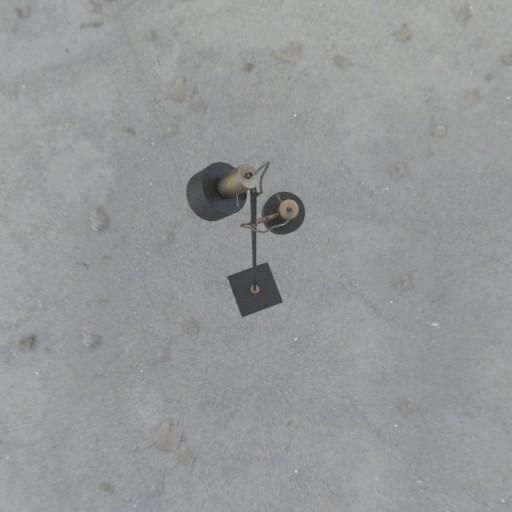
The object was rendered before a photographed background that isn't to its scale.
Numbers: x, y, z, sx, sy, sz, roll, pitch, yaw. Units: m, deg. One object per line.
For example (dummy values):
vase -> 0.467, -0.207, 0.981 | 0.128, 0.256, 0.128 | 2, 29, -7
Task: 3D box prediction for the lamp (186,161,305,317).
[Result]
lamp -> 0.000, 0.000, 1.653 | 0.315, 1.505, 0.233 | -20, 77, -5
